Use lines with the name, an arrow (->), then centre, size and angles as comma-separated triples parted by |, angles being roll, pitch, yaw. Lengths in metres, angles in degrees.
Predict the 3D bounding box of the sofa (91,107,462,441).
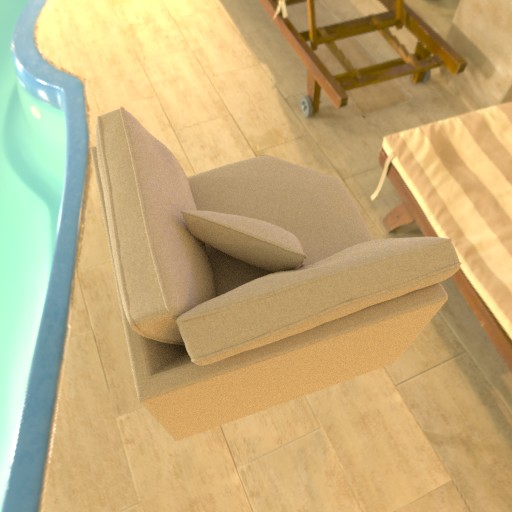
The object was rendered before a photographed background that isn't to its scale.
sofa -> 0.000, 0.000, 1.836 | 1.050, 0.937, 1.042 | -16, 60, -9
